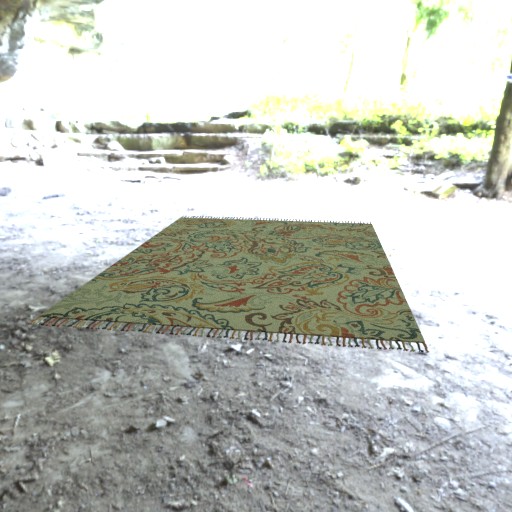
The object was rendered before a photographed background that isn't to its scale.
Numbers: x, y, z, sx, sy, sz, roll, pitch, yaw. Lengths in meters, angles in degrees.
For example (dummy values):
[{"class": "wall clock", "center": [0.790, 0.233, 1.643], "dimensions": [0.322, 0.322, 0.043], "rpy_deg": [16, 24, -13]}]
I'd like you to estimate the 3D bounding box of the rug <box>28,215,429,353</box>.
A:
[{"class": "rug", "center": [0.000, 0.000, 4.179], "dimensions": [2.439, 0.015, 3.274], "rpy_deg": [3, 18, 8]}]
